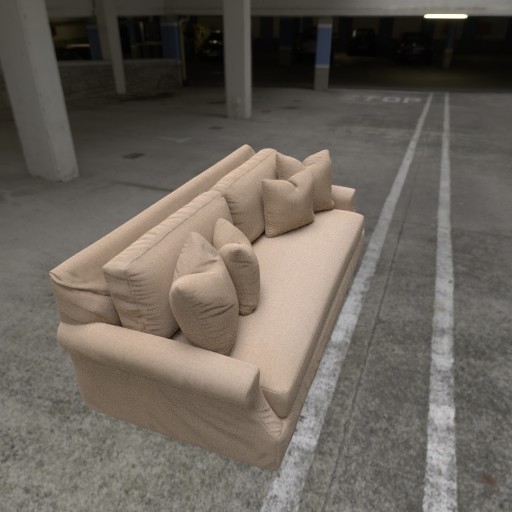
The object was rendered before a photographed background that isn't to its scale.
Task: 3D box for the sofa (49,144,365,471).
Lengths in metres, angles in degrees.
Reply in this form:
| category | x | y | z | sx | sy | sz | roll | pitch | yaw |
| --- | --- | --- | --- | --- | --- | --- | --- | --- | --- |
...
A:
| category | x | y | z | sx | sy | sz | roll | pitch | yaw |
| --- | --- | --- | --- | --- | --- | --- | --- | --- | --- |
| sofa | 0.000 | 0.000 | 2.733 | 1.067 | 0.904 | 2.285 | 11 | 31 | 18 |
